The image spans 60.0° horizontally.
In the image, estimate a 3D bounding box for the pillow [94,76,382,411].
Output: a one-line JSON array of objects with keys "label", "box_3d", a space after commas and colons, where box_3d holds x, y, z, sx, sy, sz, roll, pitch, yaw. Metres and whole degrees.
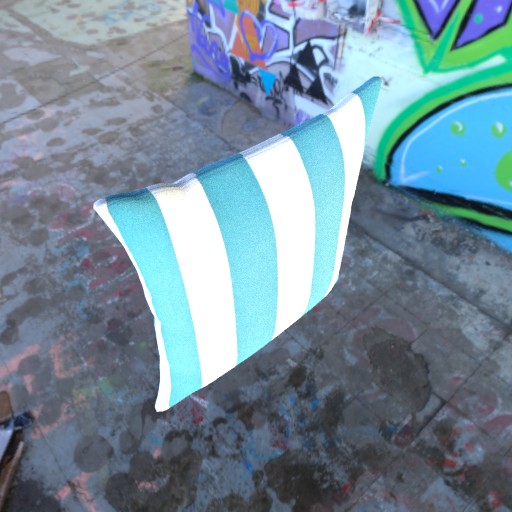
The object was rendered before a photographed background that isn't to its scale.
[{"label": "pillow", "box_3d": [0.000, 0.000, 0.817, 0.536, 0.526, 0.189, -33, 55, -27]}]
